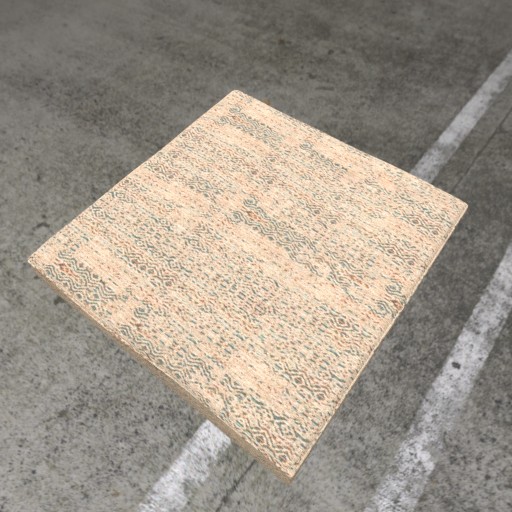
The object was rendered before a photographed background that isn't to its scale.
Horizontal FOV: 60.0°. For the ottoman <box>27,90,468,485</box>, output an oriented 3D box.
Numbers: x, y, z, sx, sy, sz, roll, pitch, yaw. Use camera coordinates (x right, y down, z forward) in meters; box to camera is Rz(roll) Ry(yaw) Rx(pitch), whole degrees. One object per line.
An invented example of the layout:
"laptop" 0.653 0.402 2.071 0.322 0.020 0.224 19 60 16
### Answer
"ottoman" 0.000 0.000 1.480 0.968 0.356 1.004 33 63 19
